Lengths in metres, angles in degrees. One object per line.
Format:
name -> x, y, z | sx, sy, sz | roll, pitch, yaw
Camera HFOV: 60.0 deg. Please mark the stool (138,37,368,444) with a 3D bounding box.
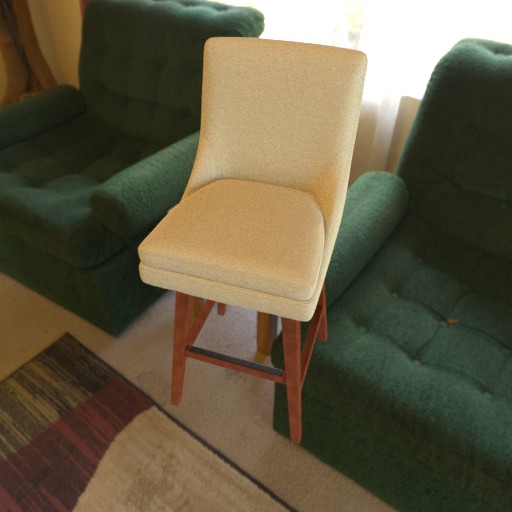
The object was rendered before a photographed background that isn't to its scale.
stool -> 0.000, 0.000, 1.350 | 0.470, 1.092, 0.559 | 12, 42, 14
